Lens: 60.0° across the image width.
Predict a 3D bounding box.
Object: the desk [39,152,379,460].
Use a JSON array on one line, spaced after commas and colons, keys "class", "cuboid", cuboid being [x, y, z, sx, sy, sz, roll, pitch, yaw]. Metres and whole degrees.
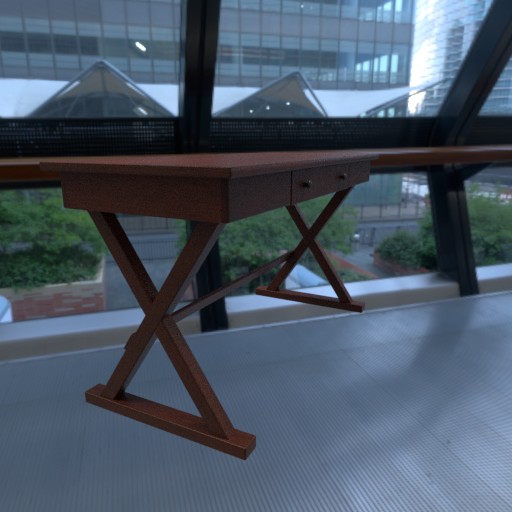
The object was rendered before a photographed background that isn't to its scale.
[{"class": "desk", "cuboid": [0.000, 0.000, 1.738, 0.600, 0.761, 1.372, 7, 16, 27]}]
